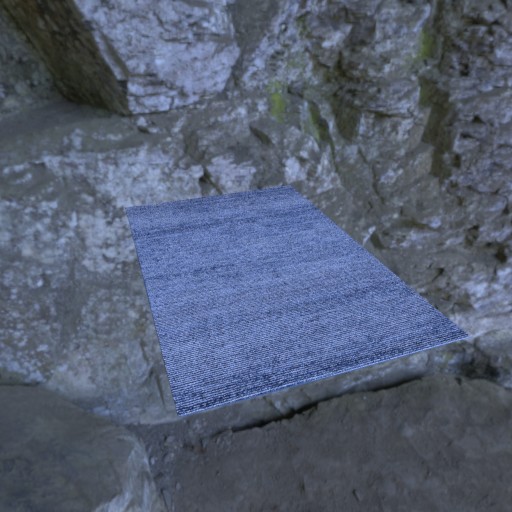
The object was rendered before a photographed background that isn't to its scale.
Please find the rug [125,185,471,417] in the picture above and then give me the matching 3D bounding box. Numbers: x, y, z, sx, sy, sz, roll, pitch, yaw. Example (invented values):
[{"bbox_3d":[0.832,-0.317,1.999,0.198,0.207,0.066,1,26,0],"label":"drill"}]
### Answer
[{"bbox_3d":[0.000,0.000,2.240,1.135,0.010,1.740,-10,31,-17],"label":"rug"}]
